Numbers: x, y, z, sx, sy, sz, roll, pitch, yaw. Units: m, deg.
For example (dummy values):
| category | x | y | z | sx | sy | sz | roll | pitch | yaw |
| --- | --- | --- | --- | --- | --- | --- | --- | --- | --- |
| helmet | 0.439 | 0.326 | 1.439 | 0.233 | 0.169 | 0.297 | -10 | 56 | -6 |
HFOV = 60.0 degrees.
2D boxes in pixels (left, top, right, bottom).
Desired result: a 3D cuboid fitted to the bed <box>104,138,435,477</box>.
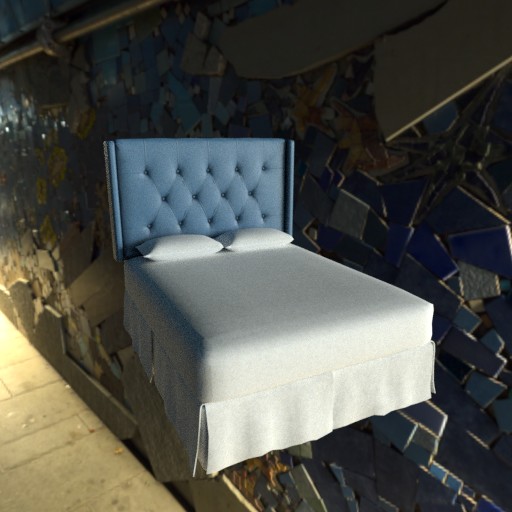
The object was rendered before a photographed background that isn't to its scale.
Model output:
| category | x | y | z | sx | sy | sz | roll | pitch | yaw |
| --- | --- | --- | --- | --- | --- | --- | --- | --- | --- |
| bed | 0.000 | 0.000 | 3.264 | 1.719 | 1.665 | 2.078 | -8 | 17 | -25 |
